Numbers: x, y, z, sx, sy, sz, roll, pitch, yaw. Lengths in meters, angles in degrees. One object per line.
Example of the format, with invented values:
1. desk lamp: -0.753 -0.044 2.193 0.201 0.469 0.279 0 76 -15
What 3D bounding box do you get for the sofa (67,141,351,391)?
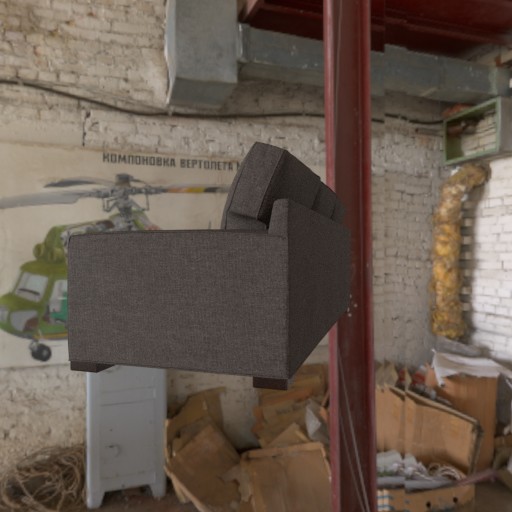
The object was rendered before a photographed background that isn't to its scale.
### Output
1. sofa: 0.000 0.000 2.898 1.004 0.978 2.369 0 1 17
